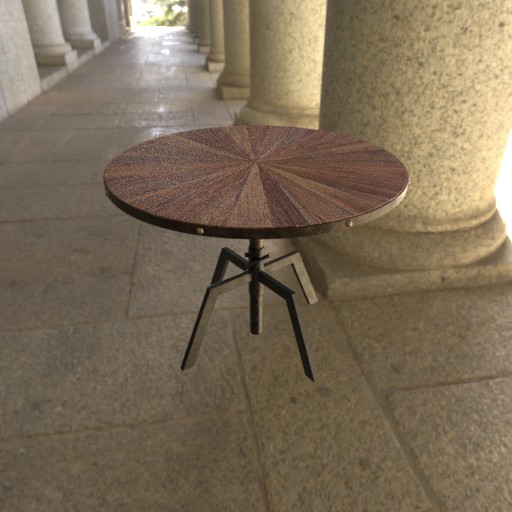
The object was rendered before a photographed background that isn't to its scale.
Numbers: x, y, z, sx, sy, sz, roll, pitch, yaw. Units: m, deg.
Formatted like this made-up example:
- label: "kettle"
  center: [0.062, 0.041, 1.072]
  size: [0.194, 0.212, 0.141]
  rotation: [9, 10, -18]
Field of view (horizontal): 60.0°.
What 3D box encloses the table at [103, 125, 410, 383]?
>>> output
- label: "table"
  center: [0.000, 0.000, 1.503]
  size: [0.885, 0.658, 0.885]
  rotation: [0, 30, 0]
